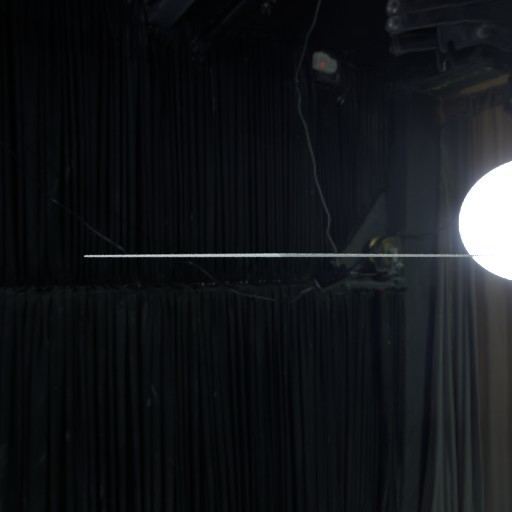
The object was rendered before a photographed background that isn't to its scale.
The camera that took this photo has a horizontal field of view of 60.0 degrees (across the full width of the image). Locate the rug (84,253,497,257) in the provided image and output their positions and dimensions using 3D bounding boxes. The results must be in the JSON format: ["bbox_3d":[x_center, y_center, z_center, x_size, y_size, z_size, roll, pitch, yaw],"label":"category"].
[{"bbox_3d":[0.000,0.000,2.162,1.143,0.008,1.753,0,0,-36],"label":"rug"}]
